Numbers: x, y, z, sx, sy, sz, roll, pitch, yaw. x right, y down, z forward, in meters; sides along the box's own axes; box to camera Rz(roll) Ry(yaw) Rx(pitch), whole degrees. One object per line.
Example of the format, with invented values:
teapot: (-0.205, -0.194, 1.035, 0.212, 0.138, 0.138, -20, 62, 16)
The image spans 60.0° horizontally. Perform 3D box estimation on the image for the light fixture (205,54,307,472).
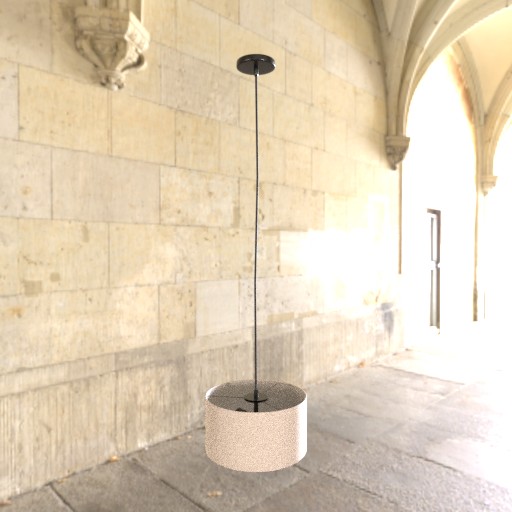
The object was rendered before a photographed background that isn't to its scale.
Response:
light fixture: (0.000, 0.000, 1.747, 0.399, 1.516, 0.399, 0, 1, 0)
